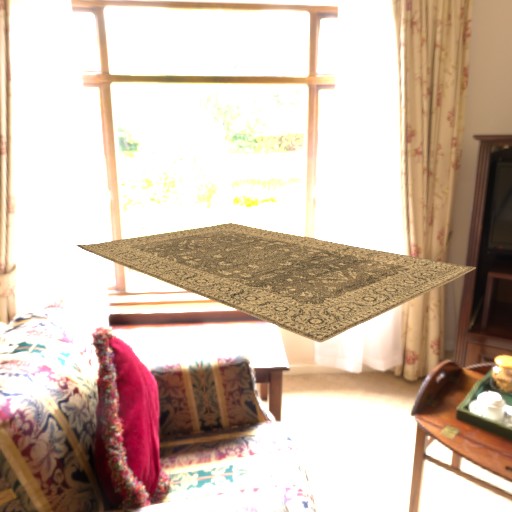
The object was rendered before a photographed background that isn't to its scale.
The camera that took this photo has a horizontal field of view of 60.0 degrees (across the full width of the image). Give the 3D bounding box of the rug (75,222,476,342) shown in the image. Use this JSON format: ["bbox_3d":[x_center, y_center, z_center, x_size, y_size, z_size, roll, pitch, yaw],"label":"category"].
[{"bbox_3d":[0.000,0.000,2.375,1.209,0.019,1.828,-13,19,-42],"label":"rug"}]
